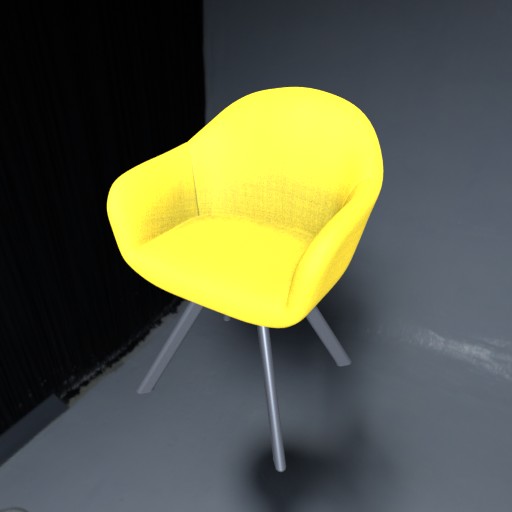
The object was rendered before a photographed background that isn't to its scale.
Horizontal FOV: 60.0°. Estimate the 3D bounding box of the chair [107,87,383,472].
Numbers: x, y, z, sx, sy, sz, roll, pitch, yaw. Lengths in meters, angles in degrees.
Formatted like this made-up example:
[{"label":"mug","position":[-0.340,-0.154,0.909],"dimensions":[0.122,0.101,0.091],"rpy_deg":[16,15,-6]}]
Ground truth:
[{"label":"chair","position":[0.000,0.000,1.191],"dimensions":[0.590,0.795,0.550],"rpy_deg":[17,34,27]}]
